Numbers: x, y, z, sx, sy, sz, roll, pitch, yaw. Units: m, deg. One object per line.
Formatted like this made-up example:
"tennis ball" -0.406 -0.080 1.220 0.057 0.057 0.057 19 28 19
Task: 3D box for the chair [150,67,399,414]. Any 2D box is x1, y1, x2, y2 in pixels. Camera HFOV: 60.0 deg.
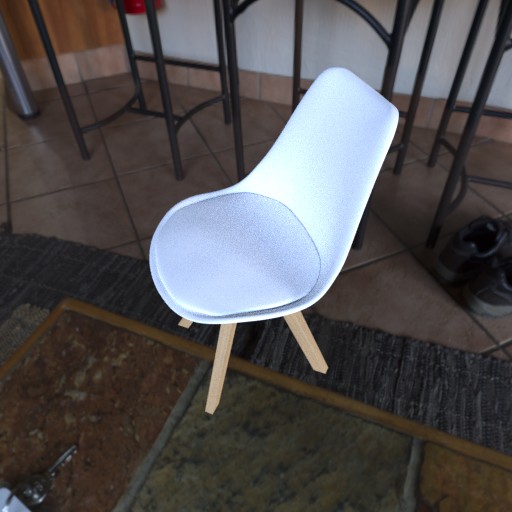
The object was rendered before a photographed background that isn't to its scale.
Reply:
"chair" 0.000 0.000 1.185 0.550 0.849 0.485 -16 48 -14
